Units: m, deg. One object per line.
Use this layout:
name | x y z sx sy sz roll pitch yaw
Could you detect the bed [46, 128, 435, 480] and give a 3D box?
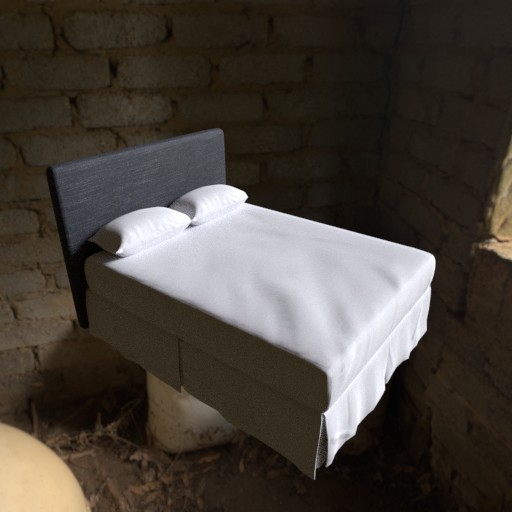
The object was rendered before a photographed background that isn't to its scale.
bed | 0.000 0.000 3.145 2.142 1.330 1.723 19 32 33
